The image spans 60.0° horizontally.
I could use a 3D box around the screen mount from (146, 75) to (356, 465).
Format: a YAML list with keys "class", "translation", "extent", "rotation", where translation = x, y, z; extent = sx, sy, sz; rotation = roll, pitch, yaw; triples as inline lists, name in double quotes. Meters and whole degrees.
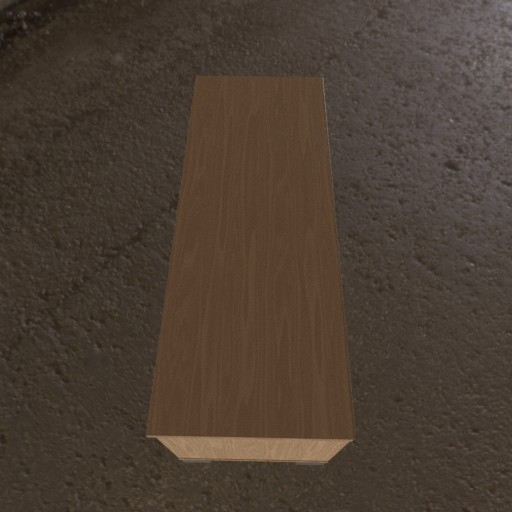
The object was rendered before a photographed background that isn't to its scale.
- class: "screen mount"
  translation: [0.000, 0.000, 1.319]
  extent: [0.406, 0.432, 1.084]
  rotation: [1, 59, 1]
